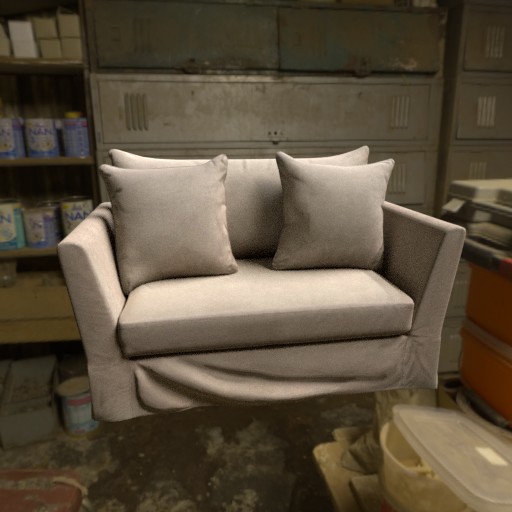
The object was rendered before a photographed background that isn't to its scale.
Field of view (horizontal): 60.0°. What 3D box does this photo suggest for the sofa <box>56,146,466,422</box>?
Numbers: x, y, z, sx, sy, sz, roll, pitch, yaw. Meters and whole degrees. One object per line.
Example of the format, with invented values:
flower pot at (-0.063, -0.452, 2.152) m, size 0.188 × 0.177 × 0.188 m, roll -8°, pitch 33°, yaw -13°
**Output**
sofa at (0.000, 0.000, 2.211) m, size 1.608 × 1.040 × 1.035 m, roll -3°, pitch 16°, yaw -9°
